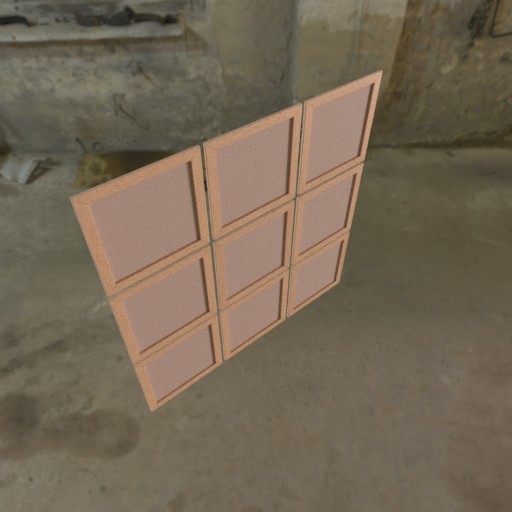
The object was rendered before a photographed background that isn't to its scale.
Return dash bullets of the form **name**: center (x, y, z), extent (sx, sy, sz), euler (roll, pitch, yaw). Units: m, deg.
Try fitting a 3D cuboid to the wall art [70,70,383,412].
- **wall art**: center (0.000, 0.000, 2.279), extent (1.519, 1.507, 0.014), euler (-30, 53, -26)
